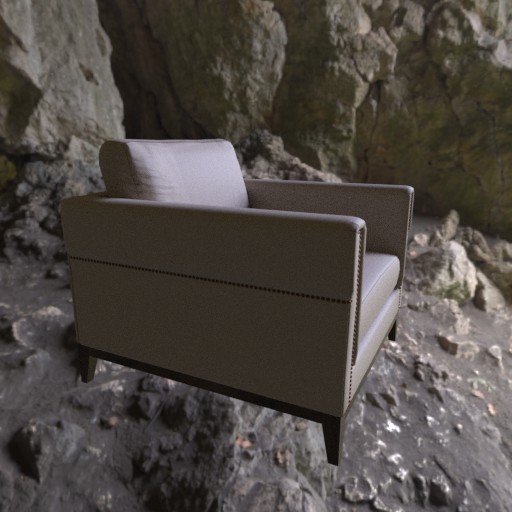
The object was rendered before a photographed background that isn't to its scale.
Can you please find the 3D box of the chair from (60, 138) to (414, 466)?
[{"bbox_3d":[0.000,0.000,1.637,0.959,0.838,0.914,7,16,26],"label":"chair"}]
